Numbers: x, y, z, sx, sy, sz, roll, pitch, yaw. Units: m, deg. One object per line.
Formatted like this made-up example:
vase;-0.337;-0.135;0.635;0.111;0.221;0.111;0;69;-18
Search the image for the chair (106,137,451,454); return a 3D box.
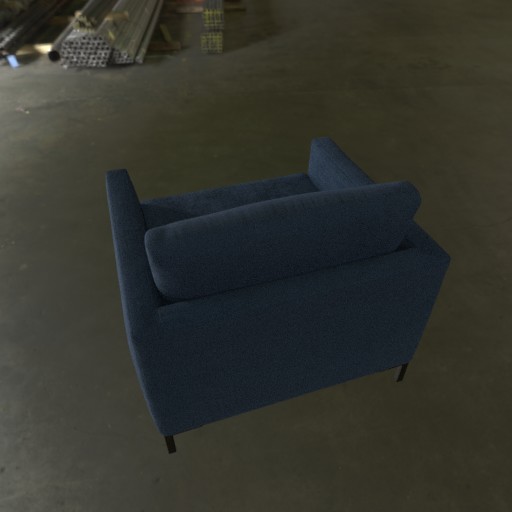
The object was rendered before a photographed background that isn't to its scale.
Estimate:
chair;0.000;0.000;1.633;0.964;0.812;0.875;-12;42;-14
